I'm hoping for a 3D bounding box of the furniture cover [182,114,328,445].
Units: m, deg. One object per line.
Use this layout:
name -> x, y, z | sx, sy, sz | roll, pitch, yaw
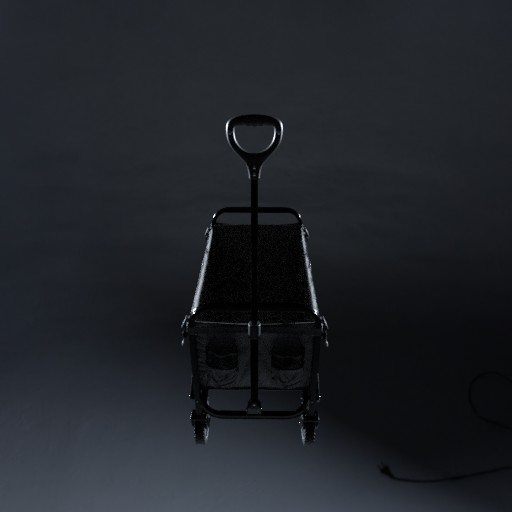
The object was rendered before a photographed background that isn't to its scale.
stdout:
furniture cover -> 0.000, 0.000, 1.844 | 0.532, 1.295, 1.038 | 0, 29, 1
